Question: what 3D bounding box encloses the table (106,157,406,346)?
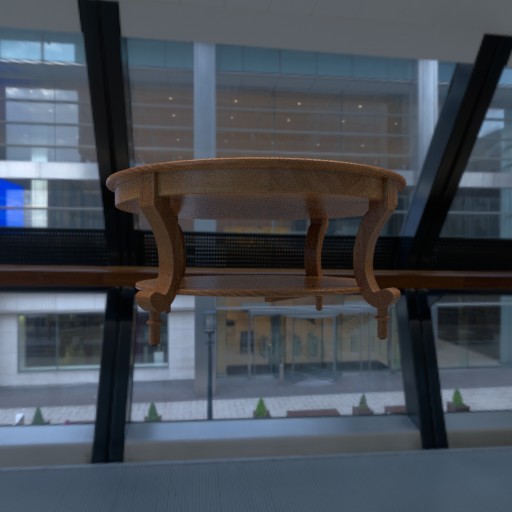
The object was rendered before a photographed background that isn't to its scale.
[{"bbox_3d":[0.000,0.000,1.599,1.029,0.490,1.029,0,0,0],"label":"table"}]
